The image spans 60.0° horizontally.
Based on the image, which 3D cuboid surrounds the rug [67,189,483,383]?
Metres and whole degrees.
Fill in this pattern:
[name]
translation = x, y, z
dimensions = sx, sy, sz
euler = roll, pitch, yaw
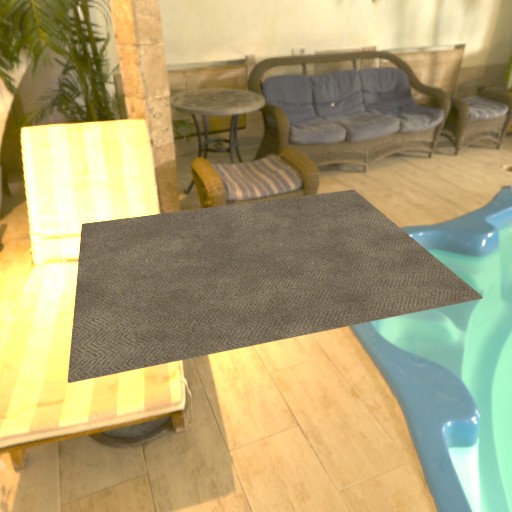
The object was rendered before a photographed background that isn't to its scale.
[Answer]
[rug]
translation = 0.000, 0.000, 2.911
dimensions = 2.235, 0.008, 1.600
euler = -9, 33, -14
